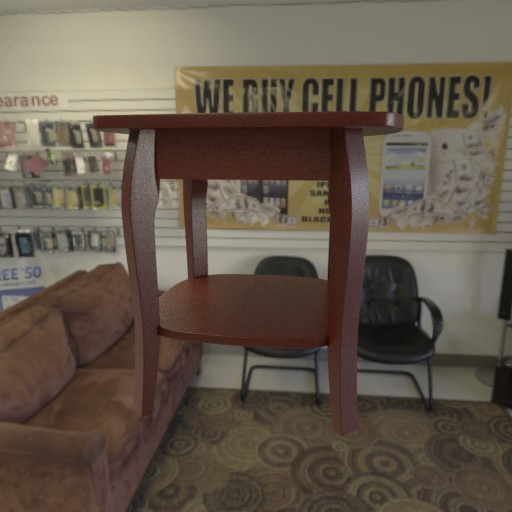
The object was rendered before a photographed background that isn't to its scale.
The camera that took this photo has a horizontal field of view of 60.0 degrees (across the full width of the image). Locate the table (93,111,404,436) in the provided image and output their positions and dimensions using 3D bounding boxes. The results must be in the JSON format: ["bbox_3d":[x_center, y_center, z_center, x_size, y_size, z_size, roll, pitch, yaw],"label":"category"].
[{"bbox_3d":[0.000,0.000,0.858,0.502,0.496,0.433,2,13,9],"label":"table"}]
